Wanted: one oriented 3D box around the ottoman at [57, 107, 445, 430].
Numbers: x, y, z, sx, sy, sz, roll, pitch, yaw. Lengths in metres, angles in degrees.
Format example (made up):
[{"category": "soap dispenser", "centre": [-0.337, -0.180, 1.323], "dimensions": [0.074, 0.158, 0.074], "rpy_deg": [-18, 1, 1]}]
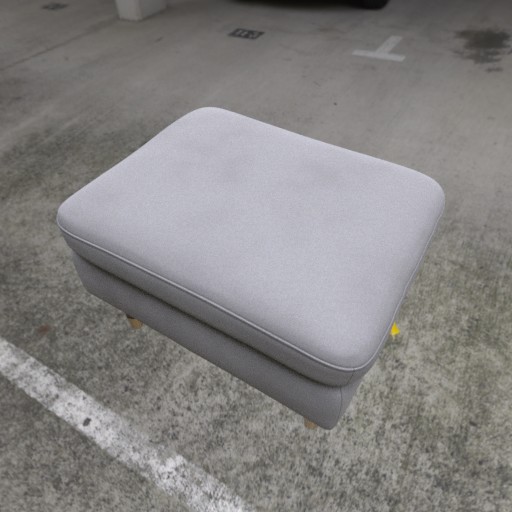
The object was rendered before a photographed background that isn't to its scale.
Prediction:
[{"category": "ottoman", "centre": [0.000, 0.000, 1.119], "dimensions": [0.747, 0.478, 0.593], "rpy_deg": [24, 51, 21]}]
